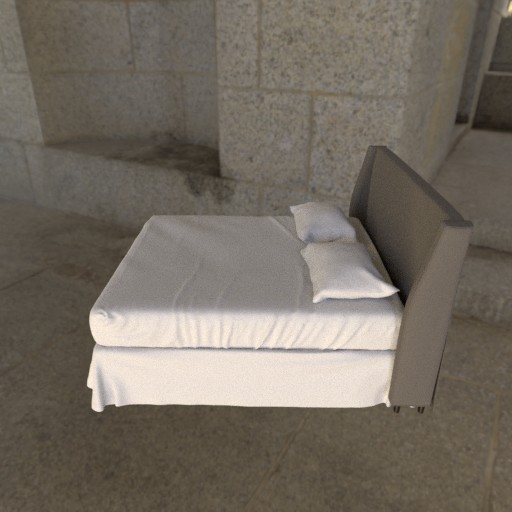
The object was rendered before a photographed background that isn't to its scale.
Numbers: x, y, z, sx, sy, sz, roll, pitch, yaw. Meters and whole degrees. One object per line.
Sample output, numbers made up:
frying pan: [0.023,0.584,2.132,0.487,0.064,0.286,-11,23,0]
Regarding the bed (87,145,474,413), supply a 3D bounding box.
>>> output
bed: [0.000,0.000,3.388,2.276,1.332,1.925,1,26,1]
